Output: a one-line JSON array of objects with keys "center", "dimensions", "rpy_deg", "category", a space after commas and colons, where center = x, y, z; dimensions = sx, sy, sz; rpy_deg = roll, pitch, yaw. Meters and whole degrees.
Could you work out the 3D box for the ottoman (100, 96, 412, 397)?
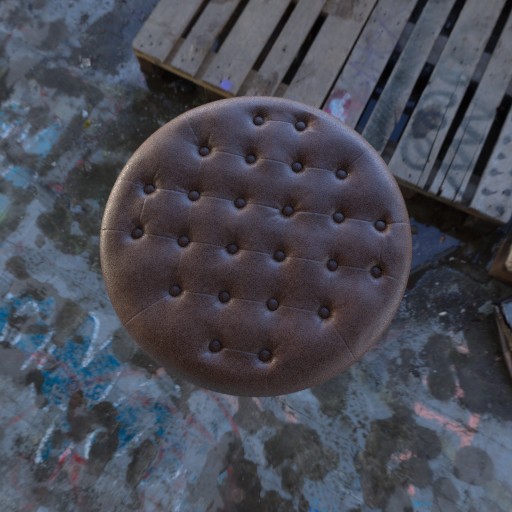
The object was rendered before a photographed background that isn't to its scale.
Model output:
[{"center": [0.000, 0.000, 1.086], "dimensions": [0.637, 0.442, 0.637], "rpy_deg": [0, 76, 0], "category": "ottoman"}]
